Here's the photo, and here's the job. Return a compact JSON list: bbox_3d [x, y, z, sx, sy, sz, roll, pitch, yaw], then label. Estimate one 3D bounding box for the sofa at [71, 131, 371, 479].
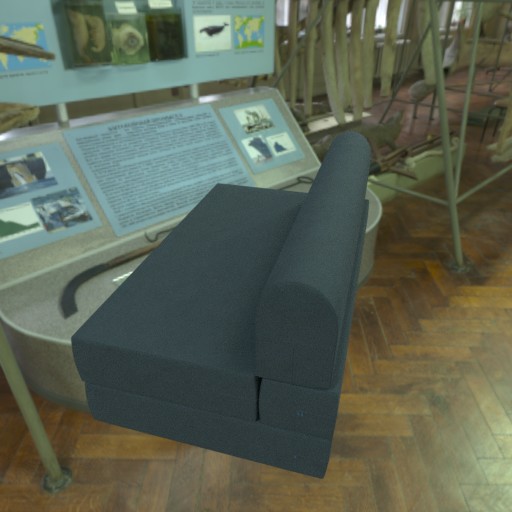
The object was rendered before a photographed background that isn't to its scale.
[{"bbox_3d":[0.000,0.000,1.660,0.762,0.660,1.219,8,32,14],"label":"sofa"}]
